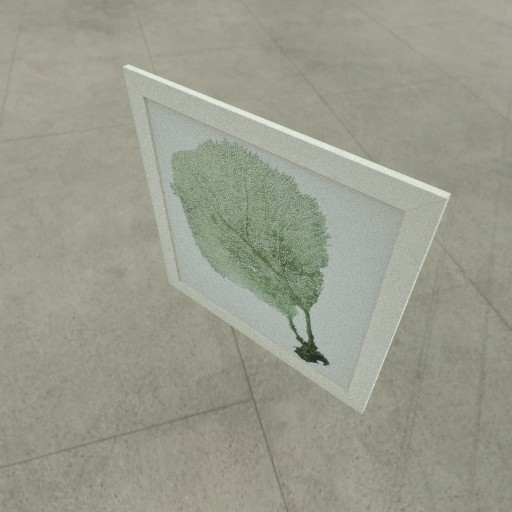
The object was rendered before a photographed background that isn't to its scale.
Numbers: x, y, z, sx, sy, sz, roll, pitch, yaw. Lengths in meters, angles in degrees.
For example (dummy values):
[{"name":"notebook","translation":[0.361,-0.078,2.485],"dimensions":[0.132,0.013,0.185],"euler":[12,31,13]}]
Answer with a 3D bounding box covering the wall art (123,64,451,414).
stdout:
[{"name":"wall art","translation":[0.000,0.000,0.864],"dimensions":[0.584,0.584,0.013],"euler":[30,53,25]}]
